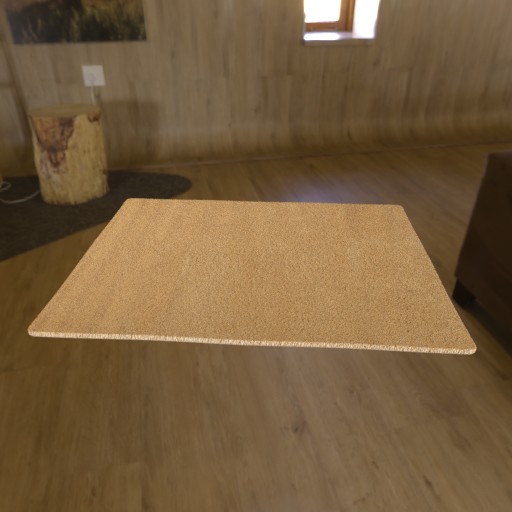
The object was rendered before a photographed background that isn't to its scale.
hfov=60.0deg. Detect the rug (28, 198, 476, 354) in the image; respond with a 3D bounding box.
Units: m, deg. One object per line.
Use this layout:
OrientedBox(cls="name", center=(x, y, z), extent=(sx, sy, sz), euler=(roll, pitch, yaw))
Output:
OrientedBox(cls="rug", center=(0.000, 0.000, 2.079), extent=(1.600, 0.025, 1.199), euler=(2, 31, 3))
